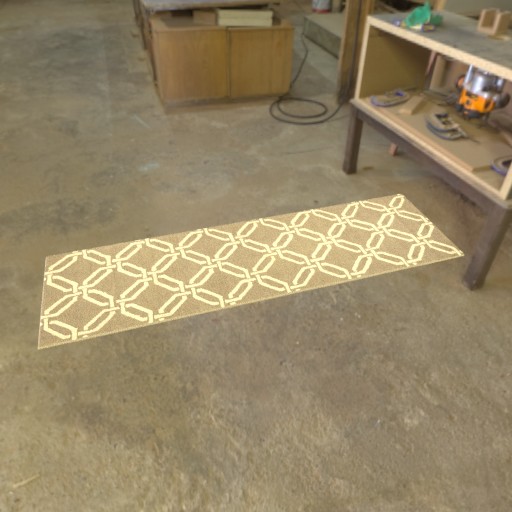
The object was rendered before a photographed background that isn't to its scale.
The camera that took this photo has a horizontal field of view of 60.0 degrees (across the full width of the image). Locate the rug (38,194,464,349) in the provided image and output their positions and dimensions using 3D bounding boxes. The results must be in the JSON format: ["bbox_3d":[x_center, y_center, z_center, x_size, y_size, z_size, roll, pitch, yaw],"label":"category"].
[{"bbox_3d":[0.000,0.000,2.511,2.276,0.014,0.678,-11,41,-13],"label":"rug"}]
